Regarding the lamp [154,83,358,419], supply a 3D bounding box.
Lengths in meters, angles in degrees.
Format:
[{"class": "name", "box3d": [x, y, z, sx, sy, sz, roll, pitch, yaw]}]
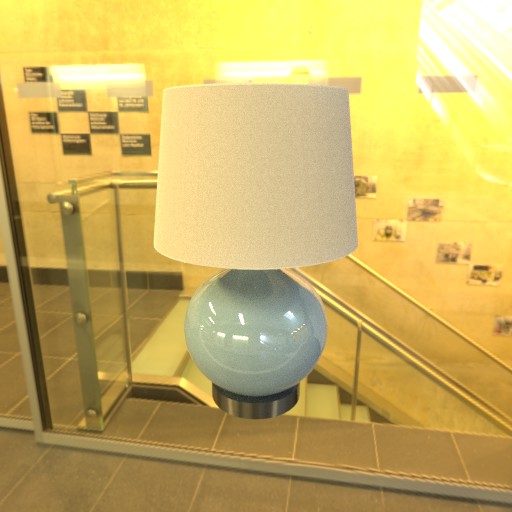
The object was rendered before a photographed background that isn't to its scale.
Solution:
[{"class": "lamp", "box3d": [0.000, 0.000, 0.553, 0.247, 0.387, 0.247, 0, 16, 0]}]
